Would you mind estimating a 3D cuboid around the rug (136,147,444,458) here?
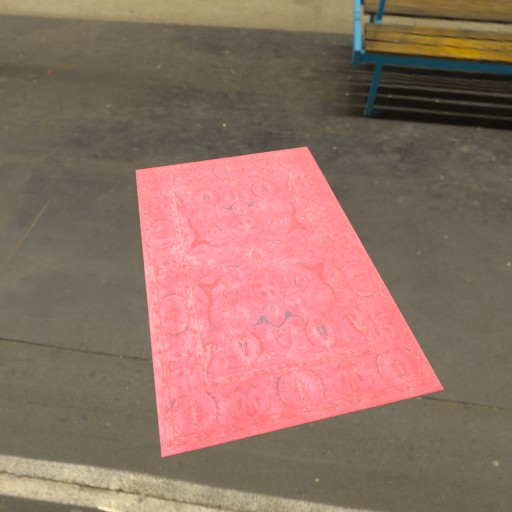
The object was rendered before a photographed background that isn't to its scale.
[{"bbox_3d":[0.000,0.000,3.105,1.534,0.010,2.423,-10,48,-9],"label":"rug"}]
